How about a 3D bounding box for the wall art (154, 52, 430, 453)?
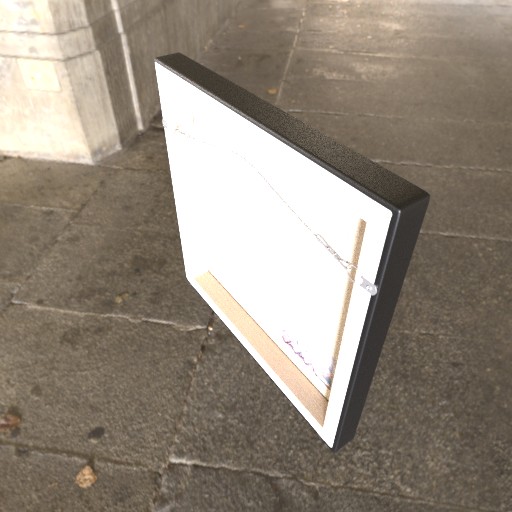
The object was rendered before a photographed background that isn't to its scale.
[{"bbox_3d":[0.000,0.000,0.589,0.041,0.407,0.406,-26,48,-26],"label":"wall art"}]
